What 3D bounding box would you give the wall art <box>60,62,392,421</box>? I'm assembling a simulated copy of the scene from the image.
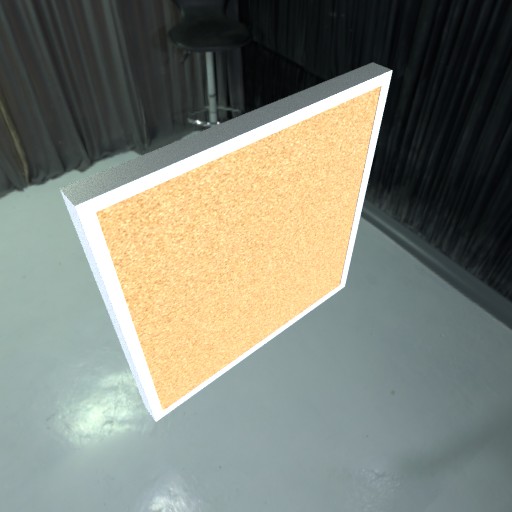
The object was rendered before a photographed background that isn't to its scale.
[{"bbox_3d":[0.000,0.000,0.750,0.506,0.505,0.038,-31,53,-26],"label":"wall art"}]
